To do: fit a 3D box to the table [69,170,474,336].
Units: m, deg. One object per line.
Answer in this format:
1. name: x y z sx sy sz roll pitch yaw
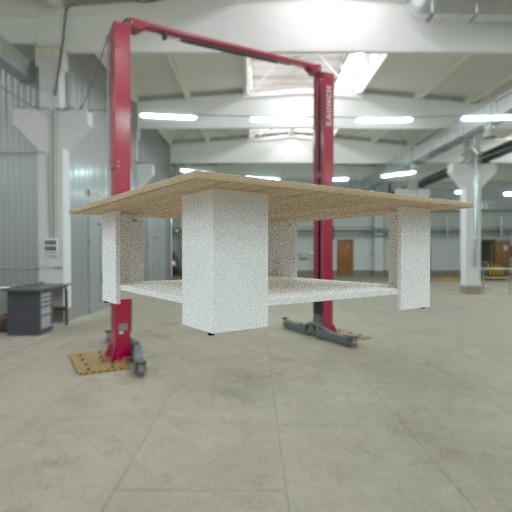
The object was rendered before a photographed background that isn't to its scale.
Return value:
1. table: 0.000 0.000 1.369 0.890 0.305 0.890 0 1 -35
